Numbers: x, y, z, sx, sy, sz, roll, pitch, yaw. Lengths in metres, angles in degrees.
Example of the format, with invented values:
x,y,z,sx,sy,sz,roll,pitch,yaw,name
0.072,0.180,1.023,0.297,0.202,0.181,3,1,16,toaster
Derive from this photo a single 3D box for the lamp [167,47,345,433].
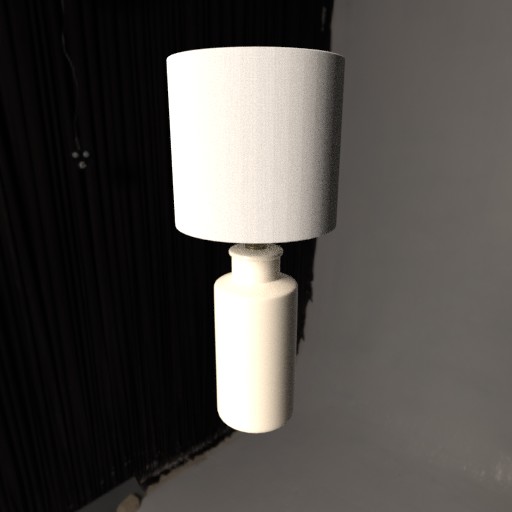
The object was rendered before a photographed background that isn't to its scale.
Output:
x,y,z,sx,sy,sz,roll,pitch,yaw,name
0.000,0.000,0.607,0.212,0.493,0.212,16,23,42,lamp
